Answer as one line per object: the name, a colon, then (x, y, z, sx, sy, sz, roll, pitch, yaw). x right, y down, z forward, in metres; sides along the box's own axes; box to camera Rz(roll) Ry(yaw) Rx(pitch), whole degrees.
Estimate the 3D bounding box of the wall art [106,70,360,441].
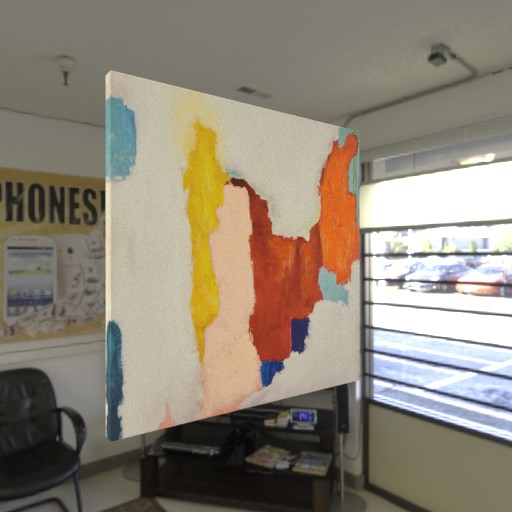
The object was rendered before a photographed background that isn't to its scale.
wall art: (0.000, 0.000, 1.224, 0.814, 0.814, 0.037, 0, 0, -36)
